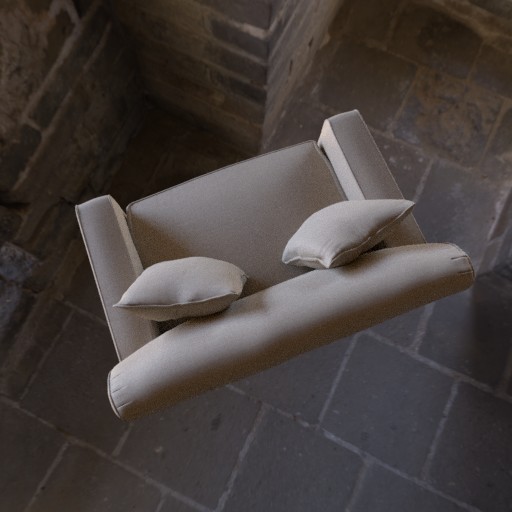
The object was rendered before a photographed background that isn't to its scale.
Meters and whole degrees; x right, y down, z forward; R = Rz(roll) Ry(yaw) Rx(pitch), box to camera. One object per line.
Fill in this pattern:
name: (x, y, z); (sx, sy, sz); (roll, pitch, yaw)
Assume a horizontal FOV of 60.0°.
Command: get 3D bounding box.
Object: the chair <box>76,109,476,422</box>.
chair: (0.000, 0.000, 2.056); (1.383, 0.948, 1.000); (-20, 75, -6)
